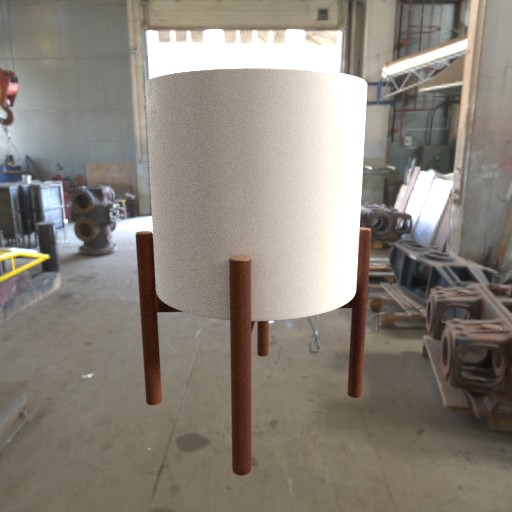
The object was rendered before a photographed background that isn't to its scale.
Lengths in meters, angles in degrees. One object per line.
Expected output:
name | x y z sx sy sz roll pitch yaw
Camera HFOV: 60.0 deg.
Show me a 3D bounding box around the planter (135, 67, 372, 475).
planter | 0.000 0.000 0.932 0.417 0.670 0.417 -13 18 -43
